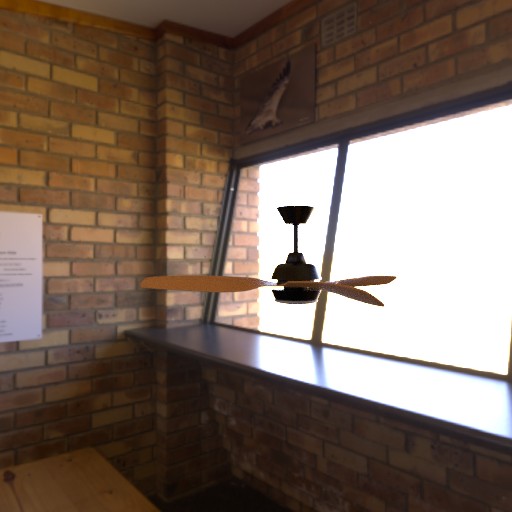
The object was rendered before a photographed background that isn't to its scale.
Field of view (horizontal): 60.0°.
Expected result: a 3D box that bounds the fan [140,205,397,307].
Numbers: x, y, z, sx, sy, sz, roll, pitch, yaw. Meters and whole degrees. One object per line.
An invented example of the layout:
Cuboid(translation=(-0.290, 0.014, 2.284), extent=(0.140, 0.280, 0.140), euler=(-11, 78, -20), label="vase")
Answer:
Cuboid(translation=(0.000, 0.000, 1.669), extent=(1.010, 0.355, 1.142), euler=(0, -1, 18), label="fan")
